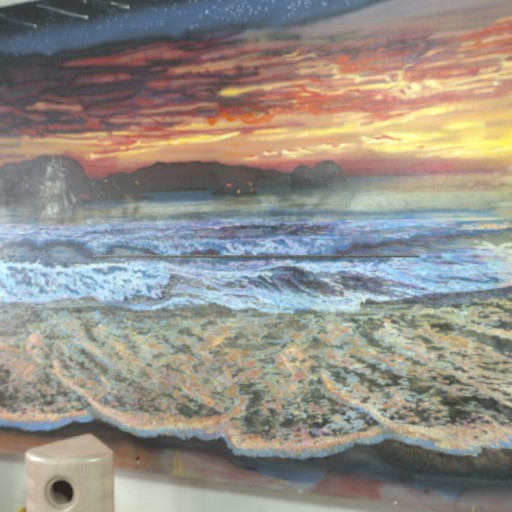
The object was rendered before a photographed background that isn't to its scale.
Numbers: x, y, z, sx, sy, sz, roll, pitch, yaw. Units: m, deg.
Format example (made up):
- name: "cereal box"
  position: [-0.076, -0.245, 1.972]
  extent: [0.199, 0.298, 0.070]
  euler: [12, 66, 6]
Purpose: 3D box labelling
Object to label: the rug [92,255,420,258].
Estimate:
- name: "rug"
  position: [0.000, 0.000, 3.433]
  extent: [2.382, 0.014, 2.382]
  euler: [0, 0, 0]
